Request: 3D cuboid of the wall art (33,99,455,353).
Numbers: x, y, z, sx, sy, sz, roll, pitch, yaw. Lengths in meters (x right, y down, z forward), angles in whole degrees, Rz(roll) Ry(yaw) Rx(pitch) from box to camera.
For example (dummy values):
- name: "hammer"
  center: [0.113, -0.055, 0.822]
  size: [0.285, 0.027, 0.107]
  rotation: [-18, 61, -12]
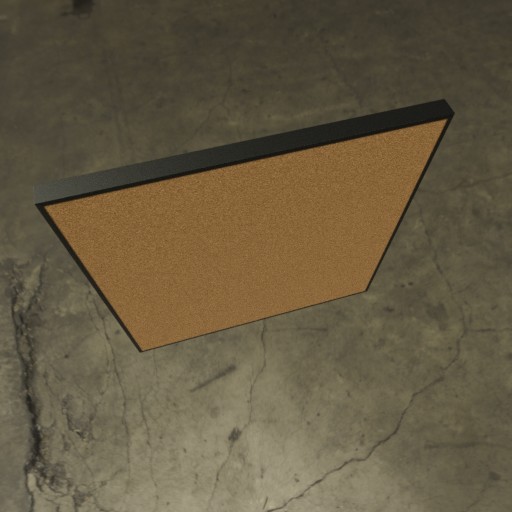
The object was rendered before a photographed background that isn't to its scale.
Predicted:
- name: "wall art"
  center: [0.000, 0.000, 1.121]
  size: [0.769, 0.766, 0.042]
  rotation: [-14, 60, -8]
